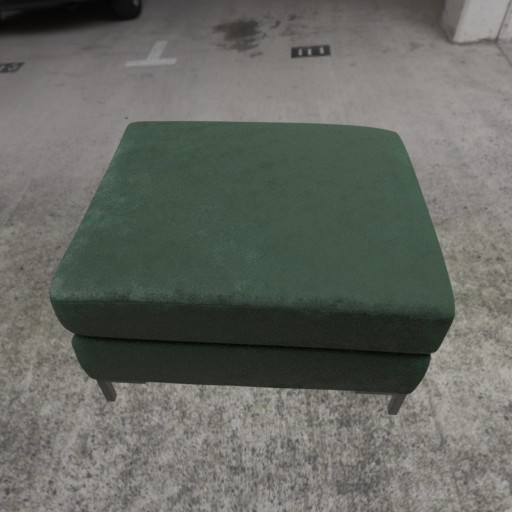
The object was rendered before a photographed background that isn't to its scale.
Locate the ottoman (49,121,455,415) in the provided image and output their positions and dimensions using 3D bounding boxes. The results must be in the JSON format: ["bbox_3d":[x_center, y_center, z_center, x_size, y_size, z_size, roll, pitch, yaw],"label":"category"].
[{"bbox_3d":[0.000,0.000,1.259,0.839,0.538,0.701,2,46,2],"label":"ottoman"}]
